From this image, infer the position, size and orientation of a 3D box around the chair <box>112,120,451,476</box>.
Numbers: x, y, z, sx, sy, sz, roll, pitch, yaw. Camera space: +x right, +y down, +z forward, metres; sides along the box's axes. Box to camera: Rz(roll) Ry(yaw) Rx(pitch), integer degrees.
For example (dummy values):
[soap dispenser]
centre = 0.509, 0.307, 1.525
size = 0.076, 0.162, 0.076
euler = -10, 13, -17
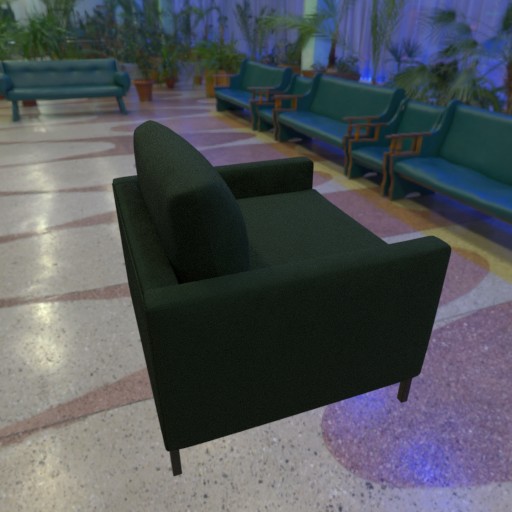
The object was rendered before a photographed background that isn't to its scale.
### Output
[chair]
centre = 0.000, 0.000, 1.576
size = 0.866, 0.861, 0.963
euler = -10, 31, -18
